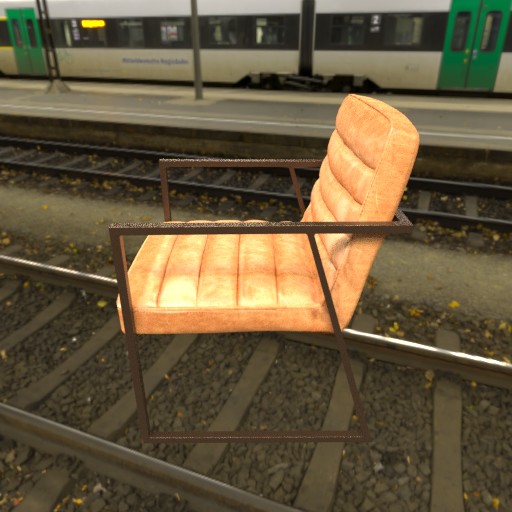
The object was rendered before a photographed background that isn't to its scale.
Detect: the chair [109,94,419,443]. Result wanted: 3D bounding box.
[{"bbox_3d":[0.000,0.000,1.254,0.677,0.832,0.571,0,26,0],"label":"chair"}]
